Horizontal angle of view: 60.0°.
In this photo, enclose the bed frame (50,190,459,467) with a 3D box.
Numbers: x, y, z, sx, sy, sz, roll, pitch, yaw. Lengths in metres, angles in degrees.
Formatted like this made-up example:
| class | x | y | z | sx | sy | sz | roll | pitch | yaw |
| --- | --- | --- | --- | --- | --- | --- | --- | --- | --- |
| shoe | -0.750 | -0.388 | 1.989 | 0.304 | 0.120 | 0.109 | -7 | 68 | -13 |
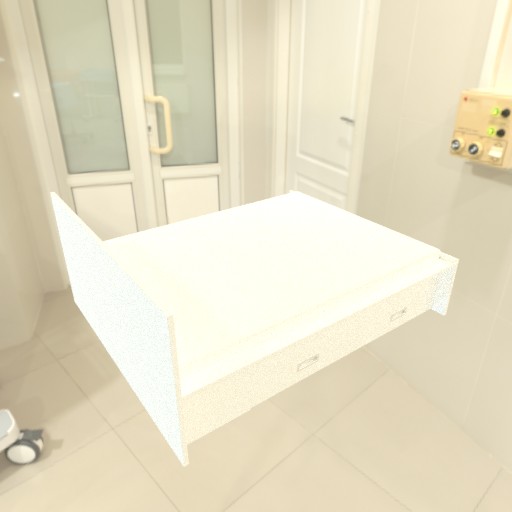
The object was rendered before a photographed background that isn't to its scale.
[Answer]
| class | x | y | z | sx | sy | sz | roll | pitch | yaw |
| --- | --- | --- | --- | --- | --- | --- | --- | --- | --- |
| bed frame | 0.000 | 0.000 | 2.848 | 1.960 | 0.800 | 1.622 | -19 | 33 | -31 |
